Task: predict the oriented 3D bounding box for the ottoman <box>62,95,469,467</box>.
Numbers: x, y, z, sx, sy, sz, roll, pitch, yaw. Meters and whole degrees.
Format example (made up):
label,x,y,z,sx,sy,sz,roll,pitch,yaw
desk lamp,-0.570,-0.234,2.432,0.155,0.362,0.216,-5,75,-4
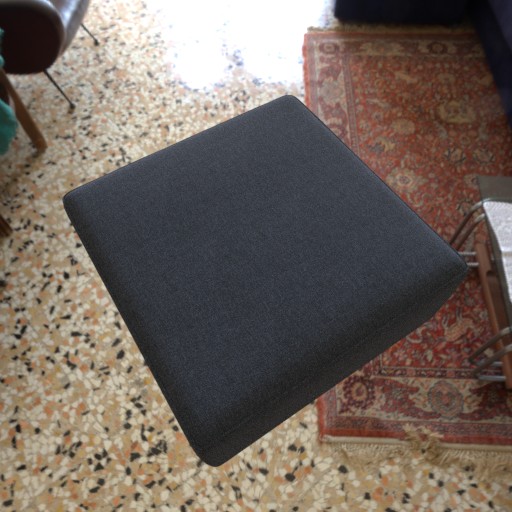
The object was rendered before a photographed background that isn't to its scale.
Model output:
label,x,y,z,sx,sy,sz,roll,pitch,yaw
ottoman,0.000,0.000,1.586,1.000,0.439,1.000,-29,63,-16
